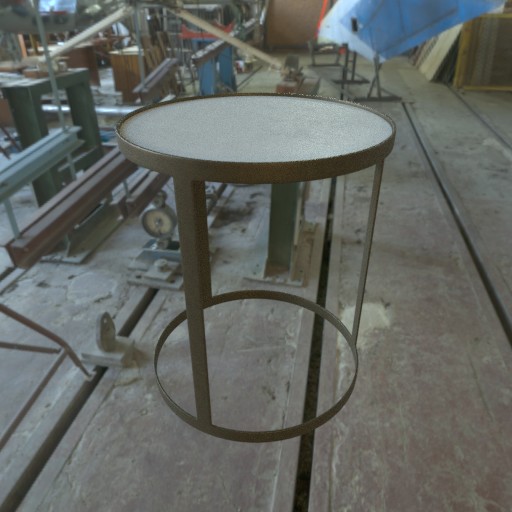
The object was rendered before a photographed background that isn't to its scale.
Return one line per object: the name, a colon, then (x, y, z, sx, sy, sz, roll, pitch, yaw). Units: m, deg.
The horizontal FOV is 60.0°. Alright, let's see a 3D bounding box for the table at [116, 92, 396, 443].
table: (0.000, 0.000, 0.928, 0.480, 0.565, 0.480, 0, 31, 0)
